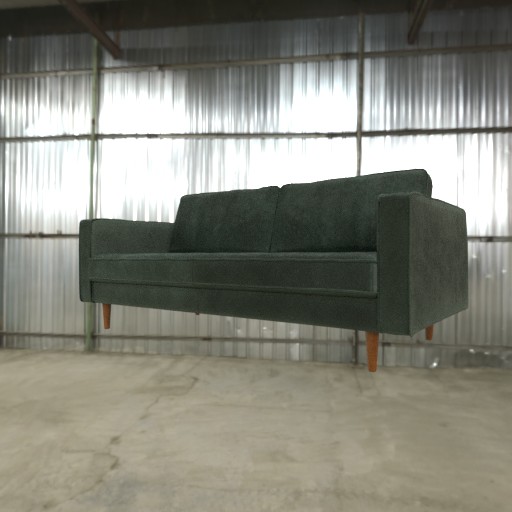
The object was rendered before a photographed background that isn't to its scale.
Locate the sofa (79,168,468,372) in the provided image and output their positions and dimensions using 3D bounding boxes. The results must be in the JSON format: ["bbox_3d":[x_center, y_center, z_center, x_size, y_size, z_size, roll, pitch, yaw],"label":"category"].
[{"bbox_3d":[0.000,0.000,2.217,1.816,0.781,0.886,0,0,36],"label":"sofa"}]
